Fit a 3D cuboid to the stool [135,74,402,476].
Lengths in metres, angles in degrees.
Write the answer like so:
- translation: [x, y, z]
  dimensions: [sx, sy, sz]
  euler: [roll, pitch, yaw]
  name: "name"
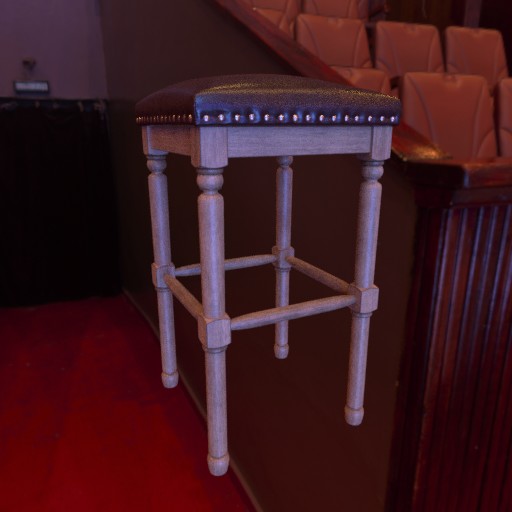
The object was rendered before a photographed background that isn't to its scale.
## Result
- translation: [0.000, 0.000, 0.927]
  dimensions: [0.382, 0.702, 0.383]
  euler: [-8, 18, -25]
  name: "stool"
